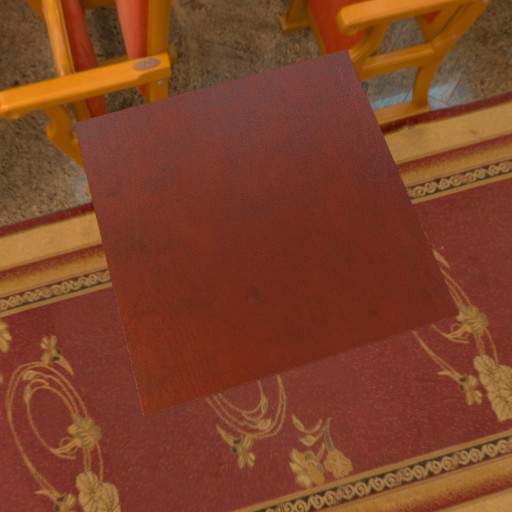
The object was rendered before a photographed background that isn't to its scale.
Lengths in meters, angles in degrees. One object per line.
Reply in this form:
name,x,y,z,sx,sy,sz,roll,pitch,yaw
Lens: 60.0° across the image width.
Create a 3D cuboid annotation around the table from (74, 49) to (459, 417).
table,0.000,0.000,0.990,0.522,0.558,0.523,-14,76,-4
